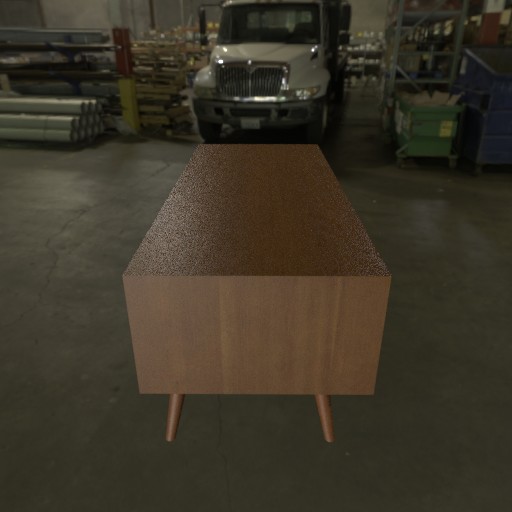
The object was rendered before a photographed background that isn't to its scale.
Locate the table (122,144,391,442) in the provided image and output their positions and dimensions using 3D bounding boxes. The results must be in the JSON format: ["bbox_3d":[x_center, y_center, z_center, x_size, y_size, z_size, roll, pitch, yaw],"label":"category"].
[{"bbox_3d":[0.000,0.000,1.394,0.490,0.464,1.119,0,26,0],"label":"table"}]
